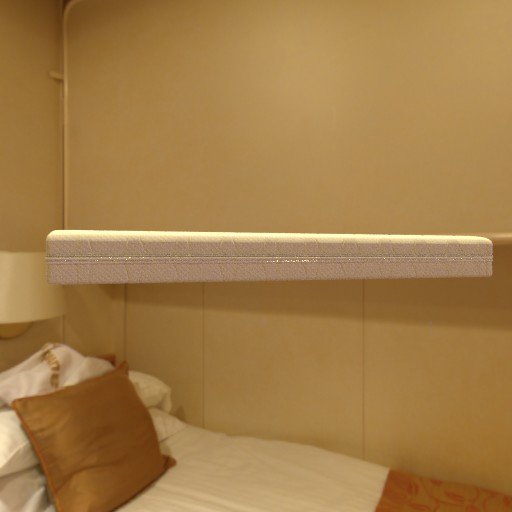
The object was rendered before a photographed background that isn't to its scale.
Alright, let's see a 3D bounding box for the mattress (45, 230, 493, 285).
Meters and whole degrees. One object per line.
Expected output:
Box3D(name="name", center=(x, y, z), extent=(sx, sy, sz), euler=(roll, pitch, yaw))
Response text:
Box3D(name="mattress", center=(0.000, 0.000, 2.534), extent=(2.000, 0.200, 1.400), euler=(0, 0, -17))
